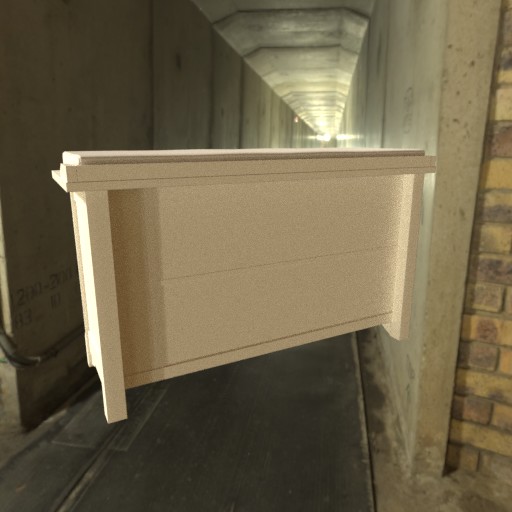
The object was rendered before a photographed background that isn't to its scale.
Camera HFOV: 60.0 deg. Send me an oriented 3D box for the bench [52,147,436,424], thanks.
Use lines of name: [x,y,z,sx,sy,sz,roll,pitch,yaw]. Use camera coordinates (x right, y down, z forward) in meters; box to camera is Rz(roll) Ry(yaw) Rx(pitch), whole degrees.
bench: [0.000,0.000,1.262,0.987,0.589,0.346,-8,17,-27]
